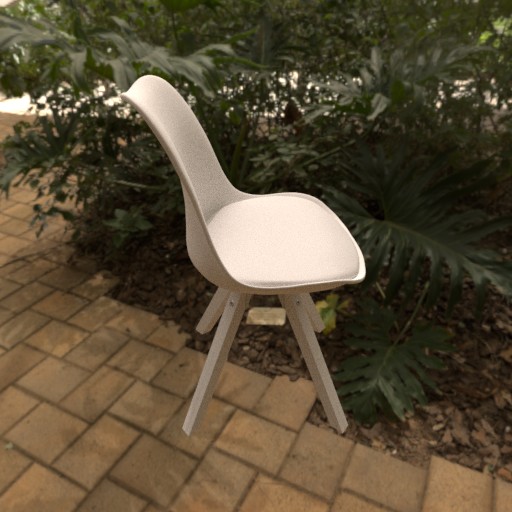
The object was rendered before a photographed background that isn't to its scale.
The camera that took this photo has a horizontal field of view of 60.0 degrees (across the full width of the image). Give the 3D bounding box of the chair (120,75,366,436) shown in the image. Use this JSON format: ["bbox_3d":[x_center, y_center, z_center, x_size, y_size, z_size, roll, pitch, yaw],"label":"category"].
[{"bbox_3d":[0.000,0.000,1.154,0.550,0.850,0.485,-1,31,-1],"label":"chair"}]
